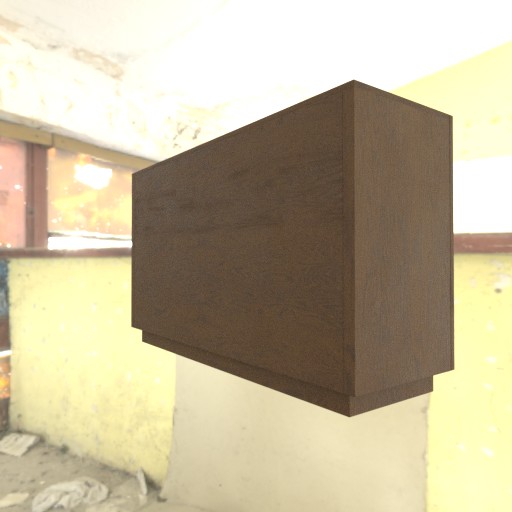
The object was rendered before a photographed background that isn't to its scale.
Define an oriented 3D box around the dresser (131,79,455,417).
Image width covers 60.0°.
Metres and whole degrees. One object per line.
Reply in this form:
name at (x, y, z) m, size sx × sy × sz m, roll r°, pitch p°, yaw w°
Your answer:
dresser at (0.000, 0.000, 1.895) m, size 0.512 × 0.889 × 1.523 m, roll 1°, pitch -1°, yaw -37°
